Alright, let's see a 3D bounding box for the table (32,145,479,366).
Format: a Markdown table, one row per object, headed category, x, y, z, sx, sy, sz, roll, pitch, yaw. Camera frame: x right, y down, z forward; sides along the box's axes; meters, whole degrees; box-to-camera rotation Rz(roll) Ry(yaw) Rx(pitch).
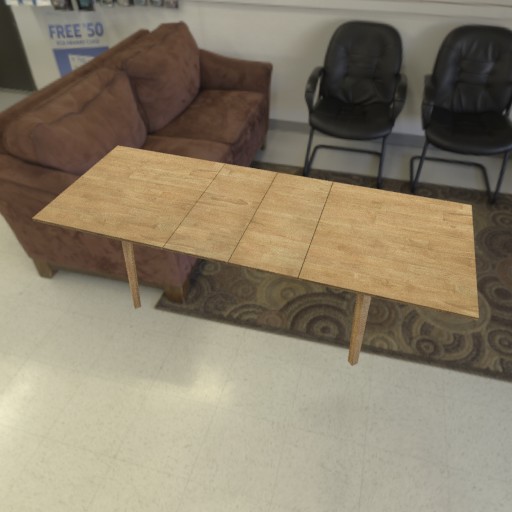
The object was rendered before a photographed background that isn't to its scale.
| category | x | y | z | sx | sy | sz | roll | pitch | yaw |
| --- | --- | --- | --- | --- | --- | --- | --- | --- | --- |
| table | 0.000 | 0.000 | 3.058 | 2.603 | 0.752 | 1.000 | 12 | 43 | 13 |
